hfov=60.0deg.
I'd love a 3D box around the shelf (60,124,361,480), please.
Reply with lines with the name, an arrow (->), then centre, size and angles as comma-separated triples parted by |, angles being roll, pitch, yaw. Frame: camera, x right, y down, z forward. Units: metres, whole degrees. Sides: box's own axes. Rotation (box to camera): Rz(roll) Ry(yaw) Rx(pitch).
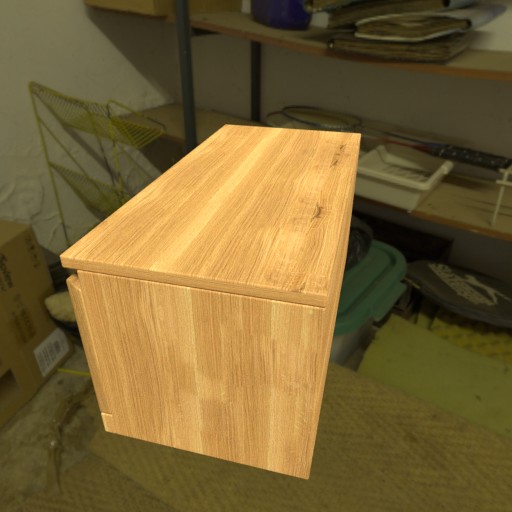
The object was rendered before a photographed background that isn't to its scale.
shelf -> 0.000, 0.000, 1.054 | 0.400, 0.400, 0.800 | 8, 31, 13
